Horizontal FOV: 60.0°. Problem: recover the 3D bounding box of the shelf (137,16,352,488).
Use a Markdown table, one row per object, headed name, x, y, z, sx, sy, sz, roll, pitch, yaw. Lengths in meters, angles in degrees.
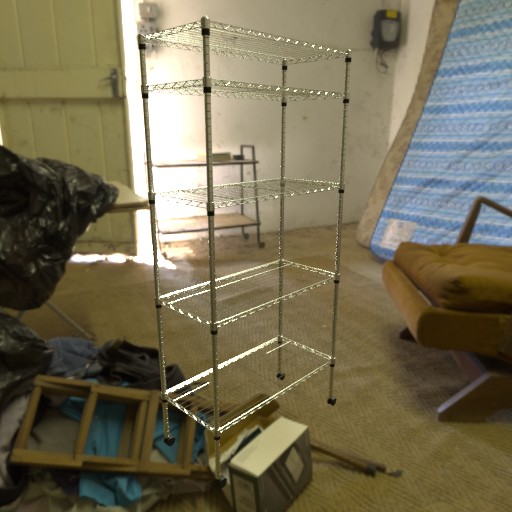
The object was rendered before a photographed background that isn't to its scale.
| name | x | y | z | sx | sy | sz | roll | pitch | yaw |
| --- | --- | --- | --- | --- | --- | --- | --- | --- | --- |
| shelf | 0.000 | 0.000 | 1.806 | 0.356 | 1.587 | 0.762 | 15 | 22 | 42 |
